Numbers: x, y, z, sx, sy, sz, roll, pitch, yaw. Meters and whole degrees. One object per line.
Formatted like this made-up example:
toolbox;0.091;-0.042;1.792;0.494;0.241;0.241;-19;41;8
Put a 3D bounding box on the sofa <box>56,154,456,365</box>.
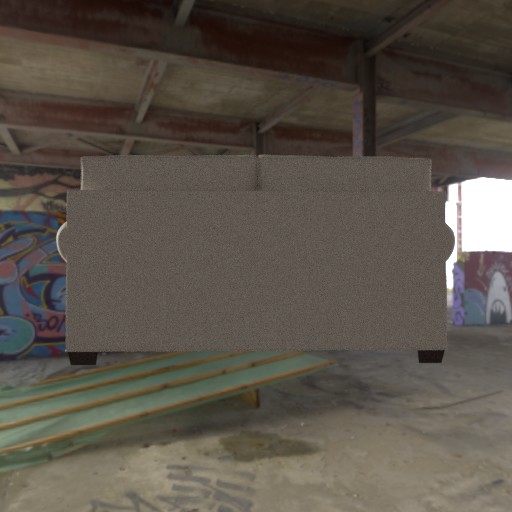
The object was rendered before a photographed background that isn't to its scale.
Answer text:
sofa;0.000;0.000;2.308;1.774;0.933;0.861;0;0;-1
